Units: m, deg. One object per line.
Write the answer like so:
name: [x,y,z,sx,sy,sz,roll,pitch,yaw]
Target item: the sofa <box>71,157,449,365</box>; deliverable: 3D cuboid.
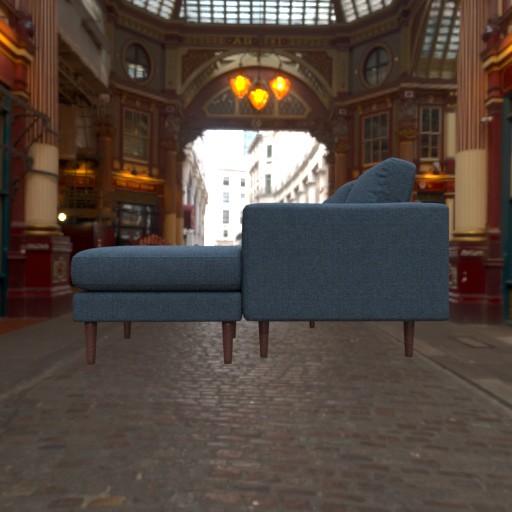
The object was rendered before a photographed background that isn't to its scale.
sofa: [0.000,0.000,2.938,1.667,0.957,2.055,0,0,-1]
